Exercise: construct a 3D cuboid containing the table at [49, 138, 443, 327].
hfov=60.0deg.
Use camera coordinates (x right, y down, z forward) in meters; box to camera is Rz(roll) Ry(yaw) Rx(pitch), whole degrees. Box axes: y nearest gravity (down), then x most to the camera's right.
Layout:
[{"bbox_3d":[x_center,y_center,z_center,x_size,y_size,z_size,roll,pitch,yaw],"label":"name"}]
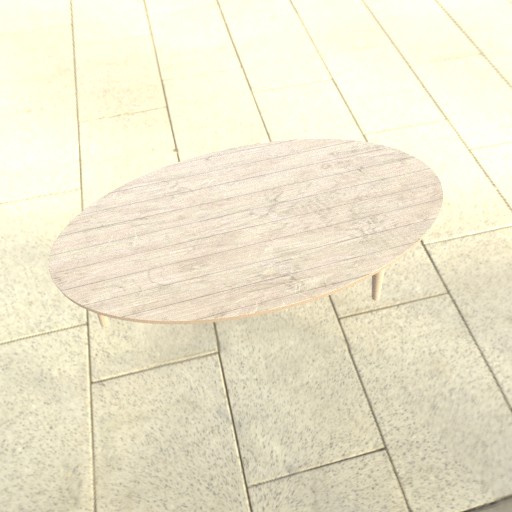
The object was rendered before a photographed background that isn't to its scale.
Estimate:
[{"bbox_3d":[0.000,0.000,1.357,1.083,0.390,0.542,-14,59,-8],"label":"table"}]
